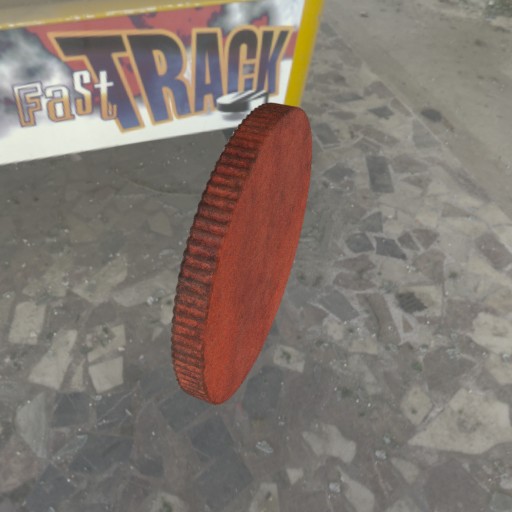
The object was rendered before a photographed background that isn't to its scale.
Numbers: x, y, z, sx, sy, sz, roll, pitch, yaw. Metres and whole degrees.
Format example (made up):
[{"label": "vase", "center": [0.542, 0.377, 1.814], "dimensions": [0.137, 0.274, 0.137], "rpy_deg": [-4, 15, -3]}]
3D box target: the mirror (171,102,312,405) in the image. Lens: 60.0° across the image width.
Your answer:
[{"label": "mirror", "center": [0.000, 0.000, 0.927], "dimensions": [0.056, 0.609, 0.609], "rpy_deg": [16, 49, 15]}]
